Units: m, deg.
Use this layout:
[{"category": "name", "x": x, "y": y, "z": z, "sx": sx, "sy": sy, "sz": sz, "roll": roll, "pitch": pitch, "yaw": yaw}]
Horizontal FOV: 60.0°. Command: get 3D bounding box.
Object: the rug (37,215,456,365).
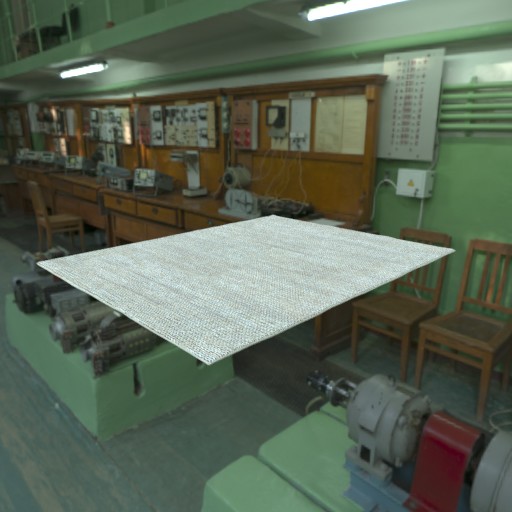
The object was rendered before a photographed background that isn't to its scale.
[{"category": "rug", "x": 0.000, "y": 0.000, "z": 4.097, "sx": 3.052, "sy": 0.030, "sz": 2.429, "roll": -16, "pitch": 22, "yaw": -42}]
